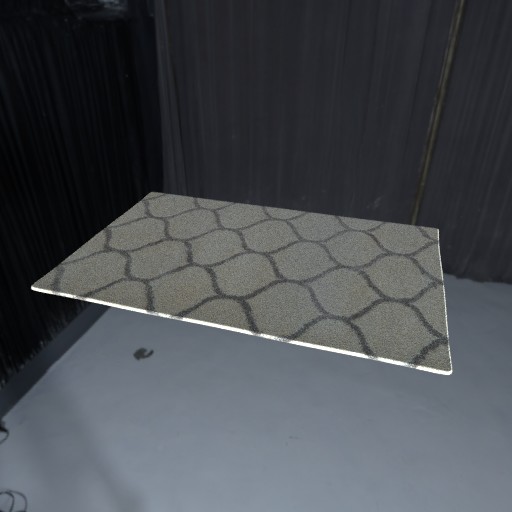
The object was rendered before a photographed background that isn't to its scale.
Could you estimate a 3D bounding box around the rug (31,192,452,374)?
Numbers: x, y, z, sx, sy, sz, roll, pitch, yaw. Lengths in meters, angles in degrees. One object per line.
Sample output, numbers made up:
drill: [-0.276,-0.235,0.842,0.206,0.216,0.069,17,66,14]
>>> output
rug: [0.000,0.000,2.945,2.348,0.024,1.501,9,32,14]
